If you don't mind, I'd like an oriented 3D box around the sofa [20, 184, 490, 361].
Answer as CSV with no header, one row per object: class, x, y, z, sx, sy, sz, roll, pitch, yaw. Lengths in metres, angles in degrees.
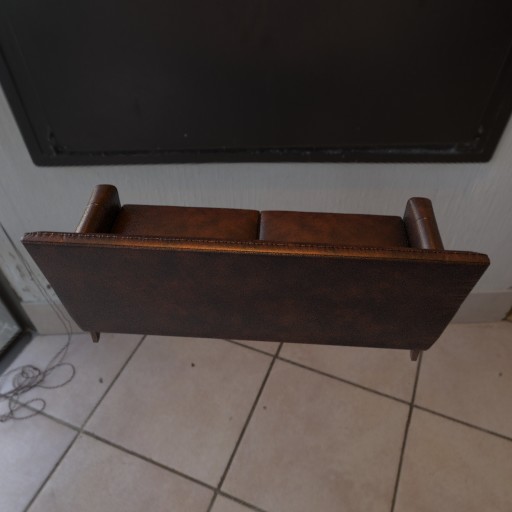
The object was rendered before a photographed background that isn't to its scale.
sofa,0.000,0.000,2.441,1.995,0.871,0.786,3,46,3
